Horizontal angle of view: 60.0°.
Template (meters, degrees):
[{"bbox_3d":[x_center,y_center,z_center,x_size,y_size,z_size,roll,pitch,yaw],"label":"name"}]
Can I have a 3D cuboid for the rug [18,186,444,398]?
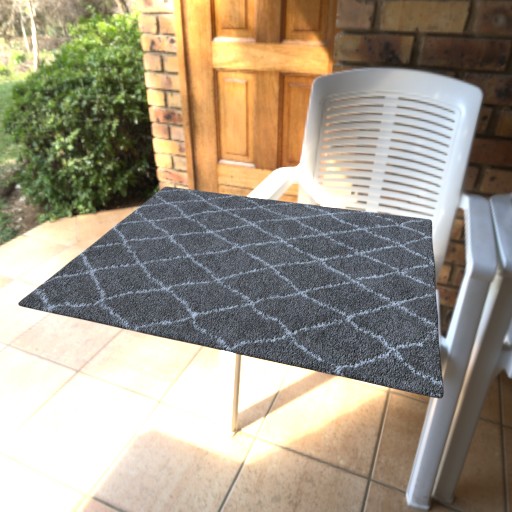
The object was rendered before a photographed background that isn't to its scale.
[{"bbox_3d":[0.000,0.000,3.965,3.047,0.029,2.438,9,32,15],"label":"rug"}]
